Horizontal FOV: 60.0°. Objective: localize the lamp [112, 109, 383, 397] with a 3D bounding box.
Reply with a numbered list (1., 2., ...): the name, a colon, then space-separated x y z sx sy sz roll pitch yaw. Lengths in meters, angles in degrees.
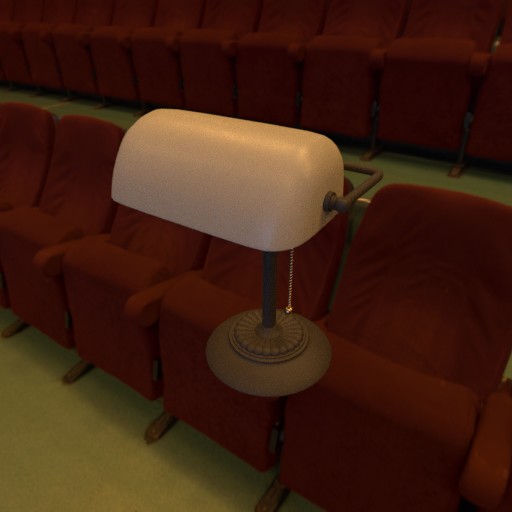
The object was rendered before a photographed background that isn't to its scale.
1. lamp: 0.000 0.000 0.527 0.264 0.339 0.243 19 35 29
